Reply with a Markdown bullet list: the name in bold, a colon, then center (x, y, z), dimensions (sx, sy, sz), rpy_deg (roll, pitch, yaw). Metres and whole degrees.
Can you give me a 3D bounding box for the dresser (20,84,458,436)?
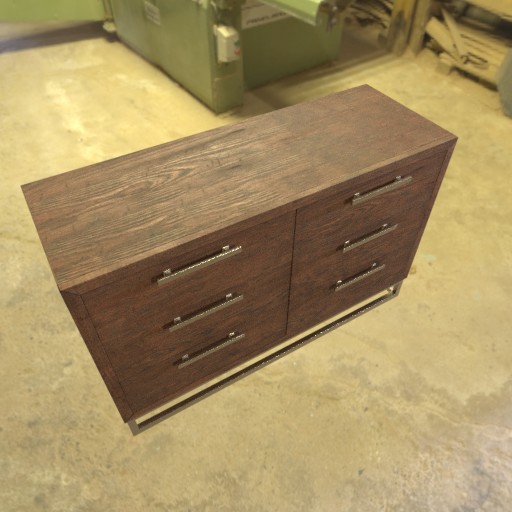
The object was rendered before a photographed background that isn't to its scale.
- **dresser**: center (0.000, 0.000, 2.114), dimensions (1.646, 1.061, 0.623), rpy_deg (-23, 50, -21)
